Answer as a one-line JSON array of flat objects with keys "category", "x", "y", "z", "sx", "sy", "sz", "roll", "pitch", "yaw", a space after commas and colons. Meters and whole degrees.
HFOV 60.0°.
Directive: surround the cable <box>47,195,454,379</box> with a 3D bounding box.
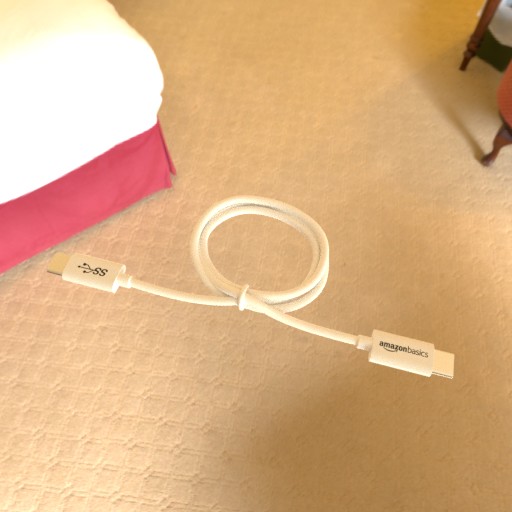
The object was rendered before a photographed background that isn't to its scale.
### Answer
[{"category": "cable", "x": 0.000, "y": 0.000, "z": 0.209, "sx": 0.186, "sy": 0.014, "sz": 0.070, "roll": 13, "pitch": 61, "yaw": 8}]
